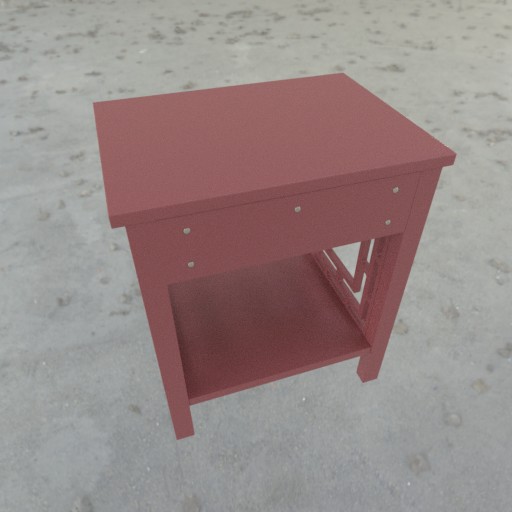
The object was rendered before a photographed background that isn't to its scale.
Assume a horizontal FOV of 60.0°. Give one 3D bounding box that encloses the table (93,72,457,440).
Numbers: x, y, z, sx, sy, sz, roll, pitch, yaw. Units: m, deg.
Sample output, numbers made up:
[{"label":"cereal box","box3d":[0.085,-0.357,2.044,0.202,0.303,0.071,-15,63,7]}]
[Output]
[{"label":"table","box3d":[0.000,0.000,1.097,0.599,0.686,0.451,-12,42,-14]}]
